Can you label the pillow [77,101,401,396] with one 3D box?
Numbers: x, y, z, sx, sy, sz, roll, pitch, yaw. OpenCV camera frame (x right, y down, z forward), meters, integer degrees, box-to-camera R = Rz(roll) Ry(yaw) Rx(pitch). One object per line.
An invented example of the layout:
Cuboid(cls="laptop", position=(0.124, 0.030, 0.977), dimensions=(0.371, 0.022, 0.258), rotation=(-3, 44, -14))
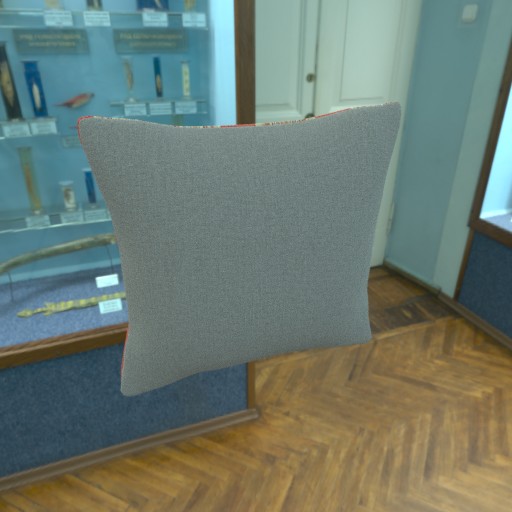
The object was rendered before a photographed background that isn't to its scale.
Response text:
Cuboid(cls="pillow", position=(0.000, 0.000, 0.653), dimensions=(0.437, 0.419, 0.136), rotation=(-8, 28, -16))
